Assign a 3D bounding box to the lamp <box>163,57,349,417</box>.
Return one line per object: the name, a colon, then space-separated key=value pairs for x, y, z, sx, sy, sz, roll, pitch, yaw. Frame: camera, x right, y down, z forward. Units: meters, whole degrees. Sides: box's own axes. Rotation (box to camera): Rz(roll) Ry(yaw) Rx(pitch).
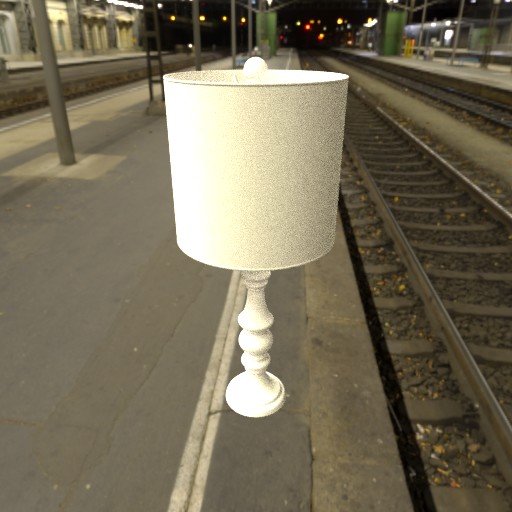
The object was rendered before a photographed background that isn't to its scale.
lamp: x=0.000 y=0.000 z=0.729 sx=0.250 sy=0.597 sz=0.250 roll=-8 pitch=27 yaw=-15
